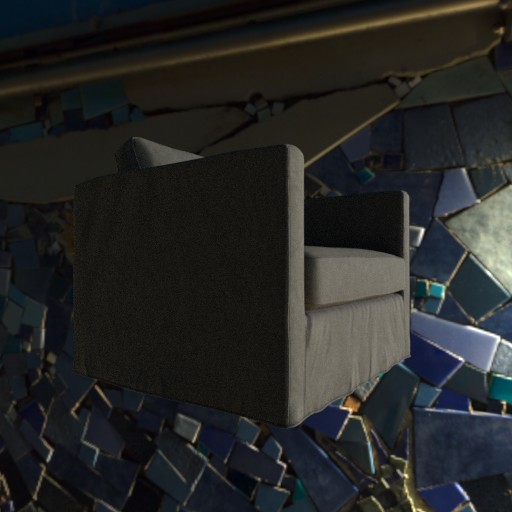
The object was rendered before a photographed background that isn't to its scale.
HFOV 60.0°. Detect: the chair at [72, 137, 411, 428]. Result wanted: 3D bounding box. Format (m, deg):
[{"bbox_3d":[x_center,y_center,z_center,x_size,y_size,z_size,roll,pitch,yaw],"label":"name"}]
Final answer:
[{"bbox_3d":[0.000,0.000,1.767,0.949,0.863,1.057,0,-1,35],"label":"chair"}]
